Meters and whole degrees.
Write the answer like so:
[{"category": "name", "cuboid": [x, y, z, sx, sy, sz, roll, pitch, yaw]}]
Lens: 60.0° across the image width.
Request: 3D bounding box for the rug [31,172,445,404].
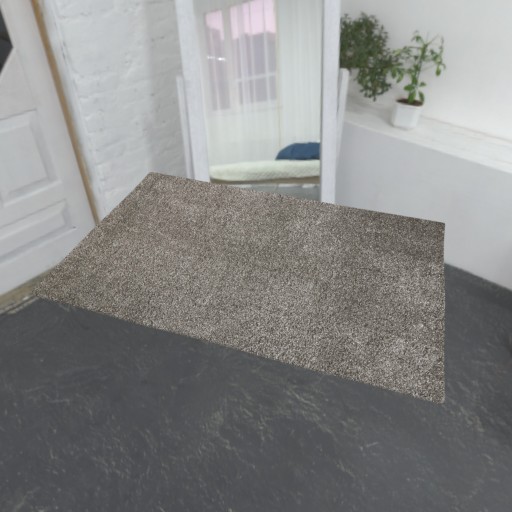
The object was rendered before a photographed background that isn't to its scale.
[{"category": "rug", "cuboid": [0.000, 0.000, 2.901, 2.352, 0.025, 1.501, 12, 42, 14]}]
